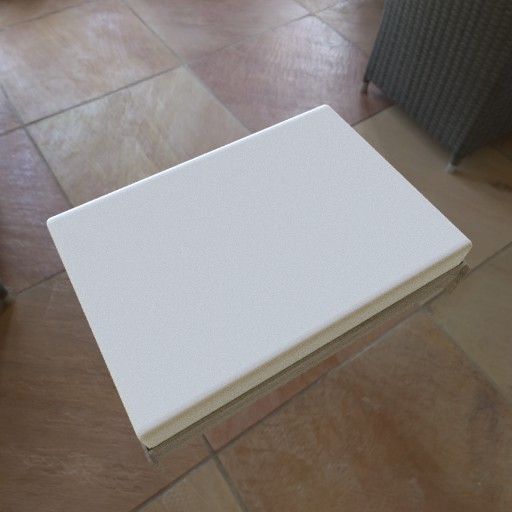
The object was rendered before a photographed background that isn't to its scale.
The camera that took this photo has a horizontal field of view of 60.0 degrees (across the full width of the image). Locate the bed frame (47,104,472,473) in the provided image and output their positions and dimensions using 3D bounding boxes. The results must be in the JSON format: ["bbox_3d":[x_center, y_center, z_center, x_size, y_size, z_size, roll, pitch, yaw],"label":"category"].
[{"bbox_3d":[0.000,0.000,2.594,1.945,0.497,1.445,-27,61,-16],"label":"bed frame"}]
